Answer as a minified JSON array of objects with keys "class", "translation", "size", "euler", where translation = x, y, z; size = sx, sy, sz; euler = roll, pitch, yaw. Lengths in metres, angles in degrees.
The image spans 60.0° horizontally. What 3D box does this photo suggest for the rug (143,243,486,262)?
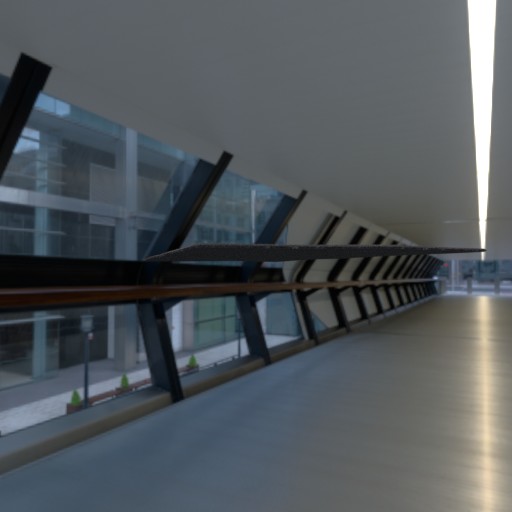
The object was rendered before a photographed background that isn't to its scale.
[{"class":"rug","translation":[0.000,0.000,3.504],"size":[1.522,0.034,3.032],"euler":[1,-2,-19]}]
